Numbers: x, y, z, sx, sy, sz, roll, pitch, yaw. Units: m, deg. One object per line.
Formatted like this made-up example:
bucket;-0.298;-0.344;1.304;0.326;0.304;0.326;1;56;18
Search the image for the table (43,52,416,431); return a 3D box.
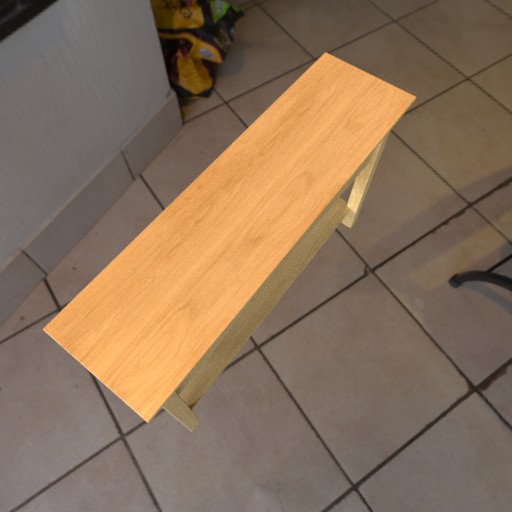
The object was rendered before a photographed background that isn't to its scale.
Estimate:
table;0.000;0.000;1.569;0.350;0.730;1.240;34;68;16
